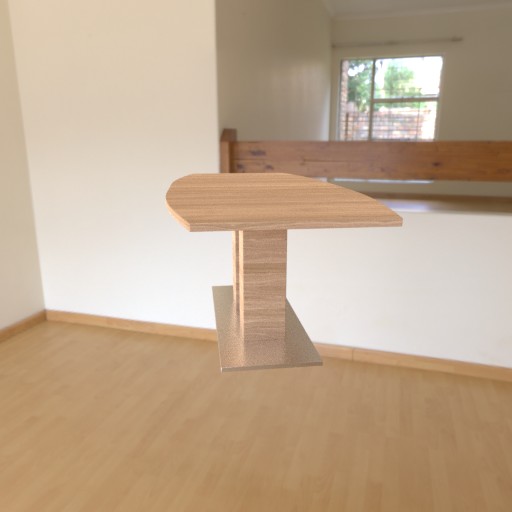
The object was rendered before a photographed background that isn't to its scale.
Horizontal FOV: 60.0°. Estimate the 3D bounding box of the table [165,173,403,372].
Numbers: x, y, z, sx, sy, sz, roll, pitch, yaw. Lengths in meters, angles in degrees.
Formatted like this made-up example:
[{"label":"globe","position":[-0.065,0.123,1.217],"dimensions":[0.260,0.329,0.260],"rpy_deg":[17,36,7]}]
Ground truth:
[{"label":"table","position":[0.000,0.000,2.425],"dimensions":[0.900,0.750,2.032],"rpy_deg":[-2,15,-7]}]
